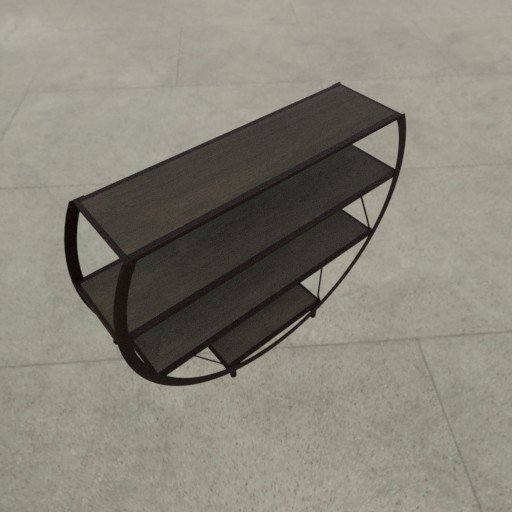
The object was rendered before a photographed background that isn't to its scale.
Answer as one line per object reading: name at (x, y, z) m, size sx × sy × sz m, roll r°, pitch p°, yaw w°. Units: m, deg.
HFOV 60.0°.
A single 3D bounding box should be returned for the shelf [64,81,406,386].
shelf at (0.000, 0.000, 1.927) m, size 1.403 × 1.063 × 0.344 m, roll -32°, pitch 55°, yaw -26°
